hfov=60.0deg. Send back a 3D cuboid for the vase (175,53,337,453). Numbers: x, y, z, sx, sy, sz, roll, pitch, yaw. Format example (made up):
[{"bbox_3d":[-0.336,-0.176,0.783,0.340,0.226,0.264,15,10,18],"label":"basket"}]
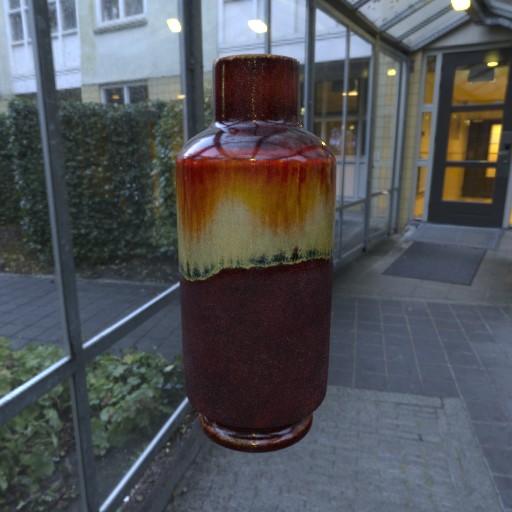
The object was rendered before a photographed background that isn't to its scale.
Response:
[{"bbox_3d":[0.000,0.000,0.321,0.111,0.261,0.111,0,14,0],"label":"vase"}]
